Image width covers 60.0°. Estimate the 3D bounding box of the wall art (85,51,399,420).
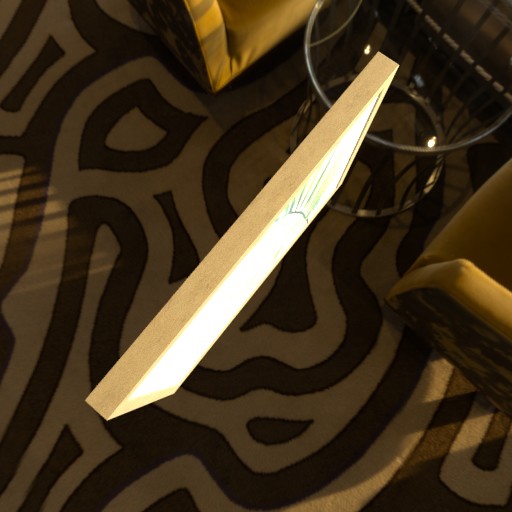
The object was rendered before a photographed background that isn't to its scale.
[{"bbox_3d":[0.000,0.000,0.690,0.032,0.380,0.532,38,80,8],"label":"wall art"}]
